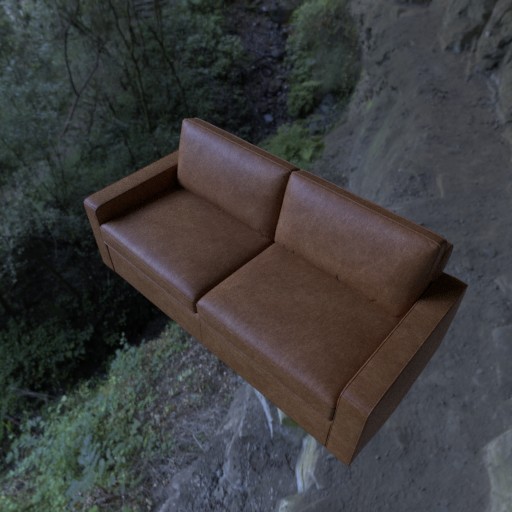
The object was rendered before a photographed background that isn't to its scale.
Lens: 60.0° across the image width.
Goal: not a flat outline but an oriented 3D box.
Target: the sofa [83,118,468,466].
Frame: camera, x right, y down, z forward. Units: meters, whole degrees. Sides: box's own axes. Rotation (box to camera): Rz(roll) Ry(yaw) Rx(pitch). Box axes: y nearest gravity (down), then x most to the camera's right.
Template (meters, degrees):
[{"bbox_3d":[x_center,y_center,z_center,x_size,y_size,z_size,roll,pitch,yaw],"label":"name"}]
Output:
[{"bbox_3d":[0.000,0.000,2.629,2.156,0.928,0.991,33,53,28],"label":"sofa"}]
